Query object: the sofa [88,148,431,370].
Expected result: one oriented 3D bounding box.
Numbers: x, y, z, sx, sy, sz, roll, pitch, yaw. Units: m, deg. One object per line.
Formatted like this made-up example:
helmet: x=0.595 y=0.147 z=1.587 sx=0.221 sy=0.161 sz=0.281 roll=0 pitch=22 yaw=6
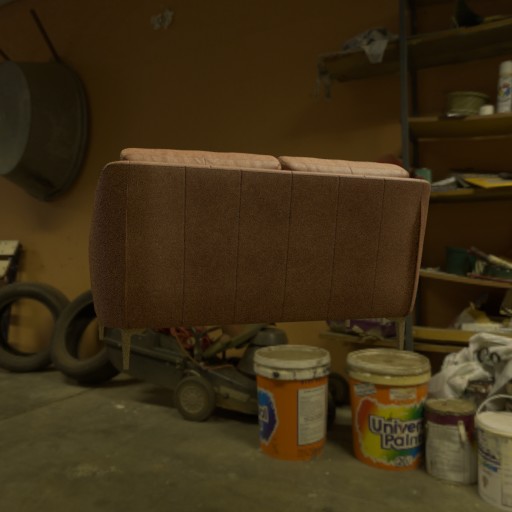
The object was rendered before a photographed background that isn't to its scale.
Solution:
sofa: x=0.000 y=0.000 z=2.233 sx=1.619 sy=0.902 sz=0.960 roll=0 pitch=0 yaw=-17
